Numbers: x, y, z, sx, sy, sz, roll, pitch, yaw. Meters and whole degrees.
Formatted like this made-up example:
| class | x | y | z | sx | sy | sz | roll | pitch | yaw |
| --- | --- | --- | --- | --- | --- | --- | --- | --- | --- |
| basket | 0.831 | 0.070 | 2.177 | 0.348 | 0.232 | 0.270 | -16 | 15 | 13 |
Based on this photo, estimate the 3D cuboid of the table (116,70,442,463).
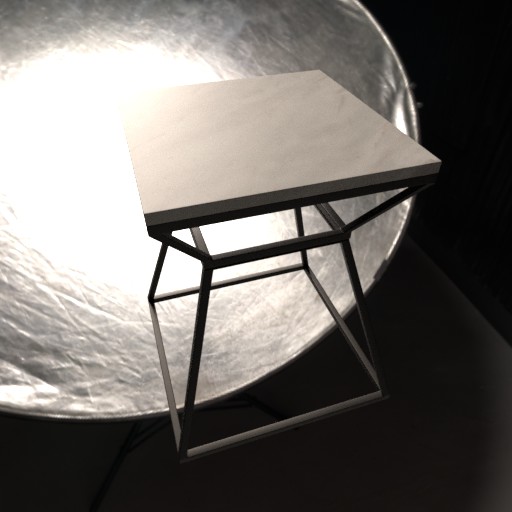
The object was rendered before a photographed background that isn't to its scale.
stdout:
| class | x | y | z | sx | sy | sz | roll | pitch | yaw |
| --- | --- | --- | --- | --- | --- | --- | --- | --- | --- |
| table | 0.000 | 0.000 | 0.886 | 0.455 | 0.559 | 0.455 | -12 | 42 | -14 |
